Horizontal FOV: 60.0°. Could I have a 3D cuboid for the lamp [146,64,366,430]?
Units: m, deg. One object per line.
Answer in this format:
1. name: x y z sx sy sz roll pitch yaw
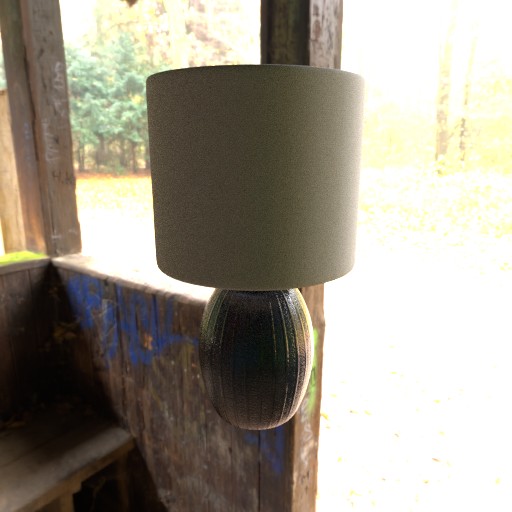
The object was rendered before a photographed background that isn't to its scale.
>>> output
1. lamp: 0.000 0.000 0.746 0.329 0.570 0.329 2 15 9
